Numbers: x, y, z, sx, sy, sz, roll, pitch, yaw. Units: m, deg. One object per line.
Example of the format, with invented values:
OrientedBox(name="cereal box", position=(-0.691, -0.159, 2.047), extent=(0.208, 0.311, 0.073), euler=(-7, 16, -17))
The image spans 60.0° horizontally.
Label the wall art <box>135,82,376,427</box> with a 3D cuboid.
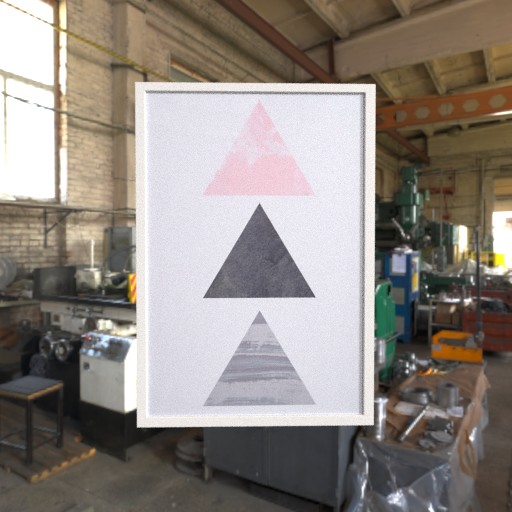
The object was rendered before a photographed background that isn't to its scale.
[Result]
OrientedBox(name="wall art", position=(0.000, 0.000, 0.853), extent=(0.456, 0.656, 0.013), euler=(0, 1, -1))
